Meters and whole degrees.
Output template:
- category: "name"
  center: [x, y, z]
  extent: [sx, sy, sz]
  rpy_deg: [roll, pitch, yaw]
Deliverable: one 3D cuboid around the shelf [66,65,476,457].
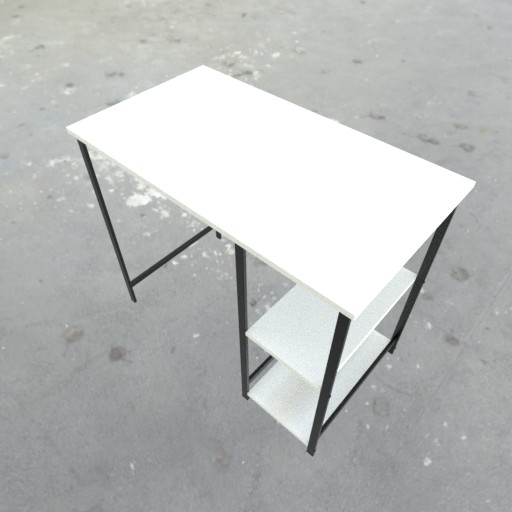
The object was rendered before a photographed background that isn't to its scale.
- category: "shelf"
  center: [0.000, 0.000, 1.365]
  extent: [0.902, 0.750, 0.498]
  rpy_deg: [33, 55, 27]
